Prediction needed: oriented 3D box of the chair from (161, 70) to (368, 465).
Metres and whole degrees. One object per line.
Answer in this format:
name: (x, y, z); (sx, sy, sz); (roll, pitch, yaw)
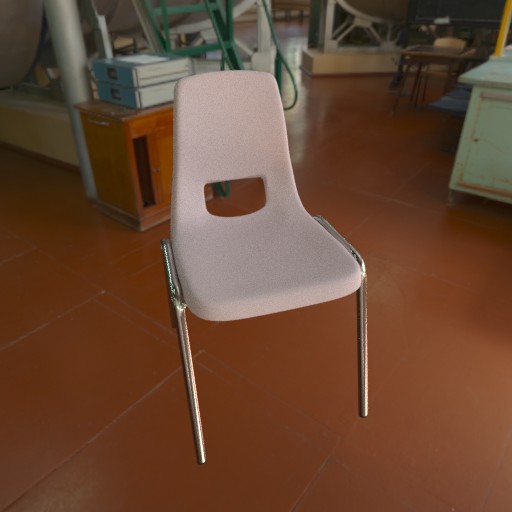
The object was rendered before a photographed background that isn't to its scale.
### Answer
chair: (0.000, 0.000, 0.922); (0.381, 0.653, 0.436); (-10, 34, -15)
